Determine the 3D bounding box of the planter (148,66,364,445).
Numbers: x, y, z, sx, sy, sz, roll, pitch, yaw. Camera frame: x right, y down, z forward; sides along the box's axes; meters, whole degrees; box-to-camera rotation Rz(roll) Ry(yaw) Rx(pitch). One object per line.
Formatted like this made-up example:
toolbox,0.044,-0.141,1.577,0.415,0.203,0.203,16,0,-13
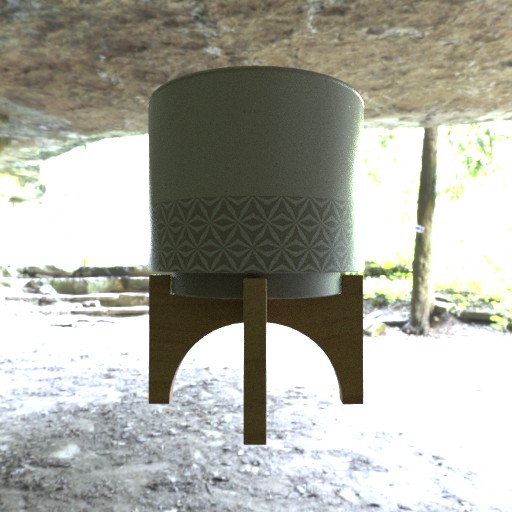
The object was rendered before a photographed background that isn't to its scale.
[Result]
planter,0.000,0.000,0.397,0.188,0.260,0.188,0,-1,0
